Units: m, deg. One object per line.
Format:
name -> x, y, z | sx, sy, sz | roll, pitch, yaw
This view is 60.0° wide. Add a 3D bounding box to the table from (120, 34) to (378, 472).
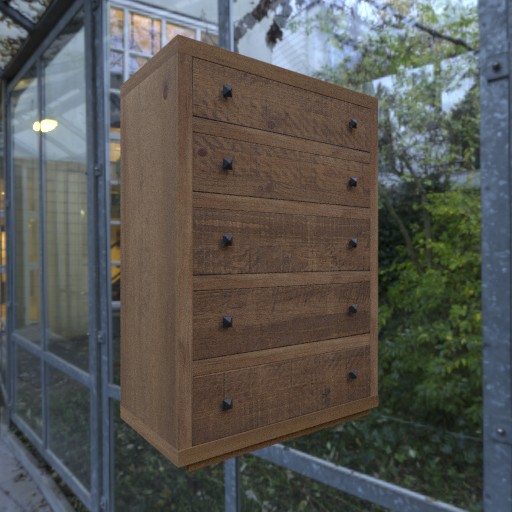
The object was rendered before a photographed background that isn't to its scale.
table -> 0.000, 0.000, 1.744 | 0.901, 1.294, 0.524 | 0, 0, -36
